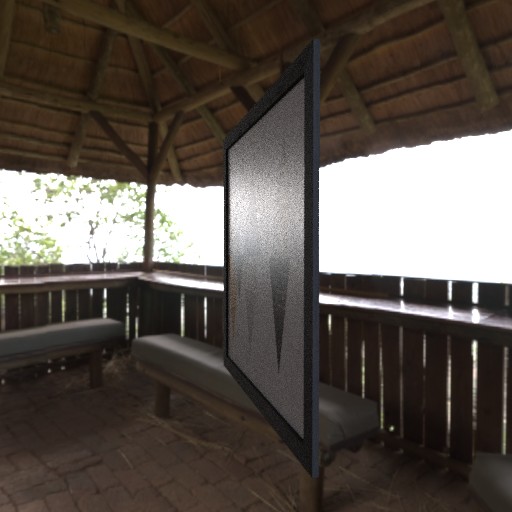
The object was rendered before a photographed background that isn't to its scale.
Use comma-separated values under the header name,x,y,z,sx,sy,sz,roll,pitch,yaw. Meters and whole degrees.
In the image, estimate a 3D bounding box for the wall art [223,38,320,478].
name,x,y,z,sx,sy,sz,roll,pitch,yaw
wall art,0.000,0.000,1.227,0.013,0.823,0.823,0,1,-16
